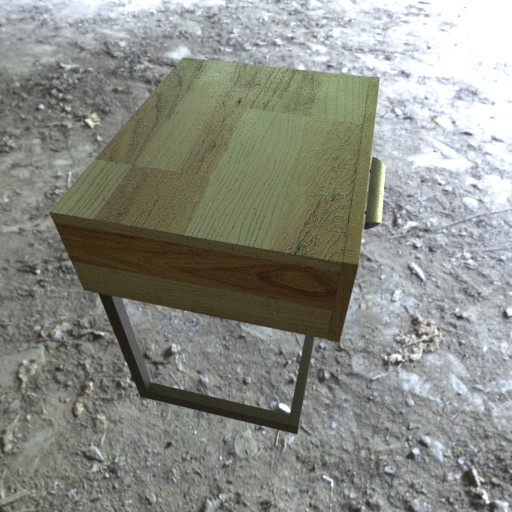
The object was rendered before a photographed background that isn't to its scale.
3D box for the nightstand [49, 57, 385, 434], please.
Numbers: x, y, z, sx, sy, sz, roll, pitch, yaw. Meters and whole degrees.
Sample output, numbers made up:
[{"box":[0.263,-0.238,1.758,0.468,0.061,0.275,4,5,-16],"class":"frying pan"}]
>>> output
[{"box":[0.000,0.000,1.015,0.481,0.632,0.558,10,47,9],"class":"nightstand"}]
